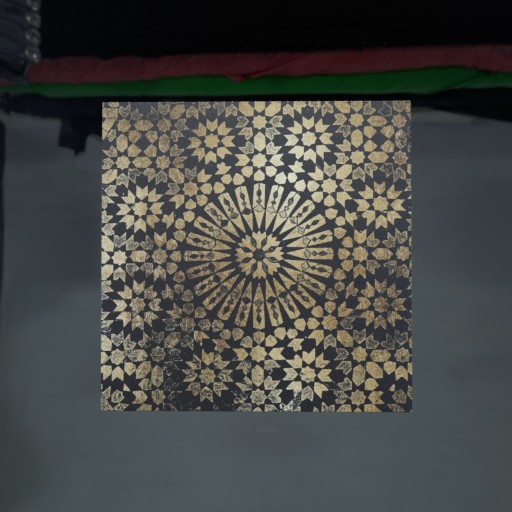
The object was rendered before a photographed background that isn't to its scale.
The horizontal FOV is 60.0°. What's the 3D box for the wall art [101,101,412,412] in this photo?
[{"bbox_3d":[0.000,0.000,0.597,0.405,0.405,0.038,0,-1,1],"label":"wall art"}]
